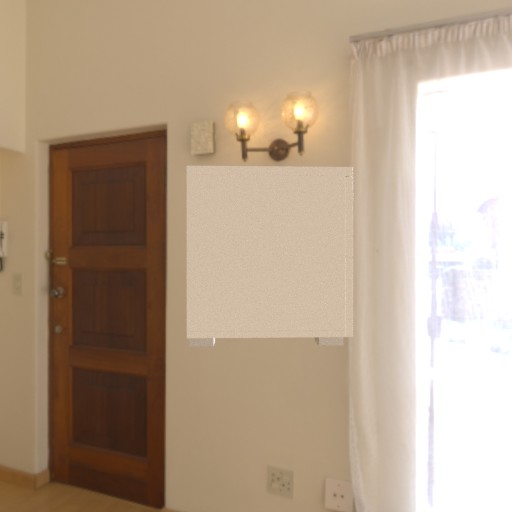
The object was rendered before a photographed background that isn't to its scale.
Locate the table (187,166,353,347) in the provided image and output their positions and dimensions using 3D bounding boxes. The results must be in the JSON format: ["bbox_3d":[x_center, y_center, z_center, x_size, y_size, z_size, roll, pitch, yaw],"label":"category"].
[{"bbox_3d":[0.000,0.000,1.859,0.390,0.420,1.650,0,0,-2],"label":"table"}]
